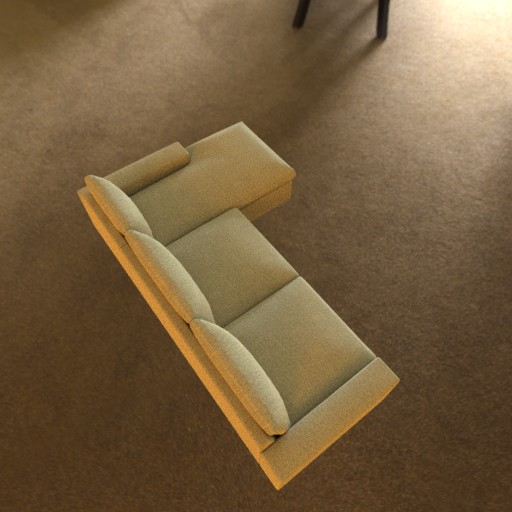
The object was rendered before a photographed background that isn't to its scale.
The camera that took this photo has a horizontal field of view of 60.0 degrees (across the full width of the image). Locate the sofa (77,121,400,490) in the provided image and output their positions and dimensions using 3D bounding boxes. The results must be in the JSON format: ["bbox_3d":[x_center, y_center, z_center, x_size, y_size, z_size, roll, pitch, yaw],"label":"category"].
[{"bbox_3d":[0.000,0.000,3.452,1.689,0.813,2.718,-32,63,-19],"label":"sofa"}]
